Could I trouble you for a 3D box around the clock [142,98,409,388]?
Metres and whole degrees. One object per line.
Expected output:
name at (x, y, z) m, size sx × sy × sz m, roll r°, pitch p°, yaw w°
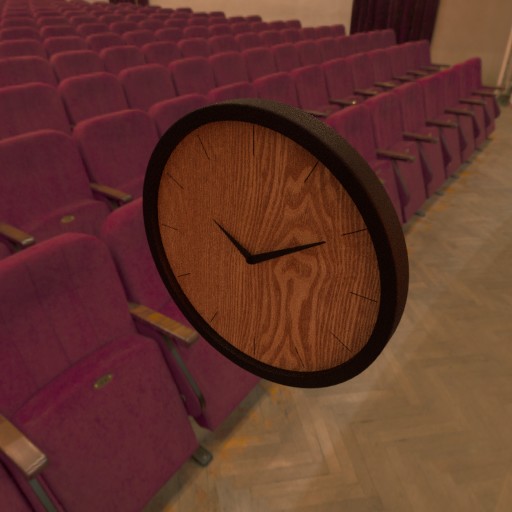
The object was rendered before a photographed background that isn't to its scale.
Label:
clock at (0.000, 0.000, 0.467) m, size 0.314 × 0.314 × 0.029 m, roll 20°, pitch 36°, yaw 30°
